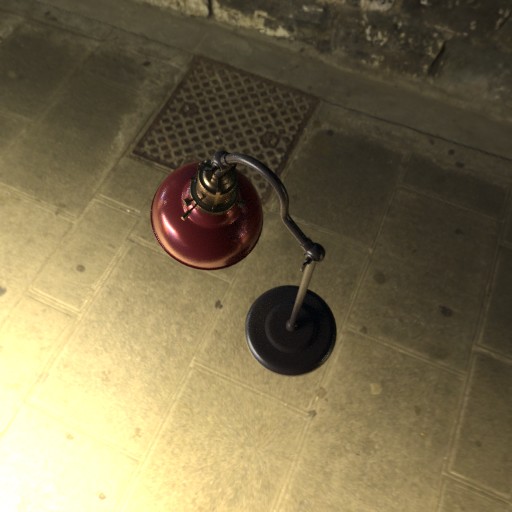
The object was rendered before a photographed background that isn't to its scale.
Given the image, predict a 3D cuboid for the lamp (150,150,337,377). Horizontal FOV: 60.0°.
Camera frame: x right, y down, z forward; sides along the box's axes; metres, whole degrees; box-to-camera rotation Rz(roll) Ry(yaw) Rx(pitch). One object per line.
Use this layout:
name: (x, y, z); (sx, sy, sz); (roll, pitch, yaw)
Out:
lamp: (0.000, 0.000, 0.712); (0.374, 0.508, 0.192); (36, 71, 14)
